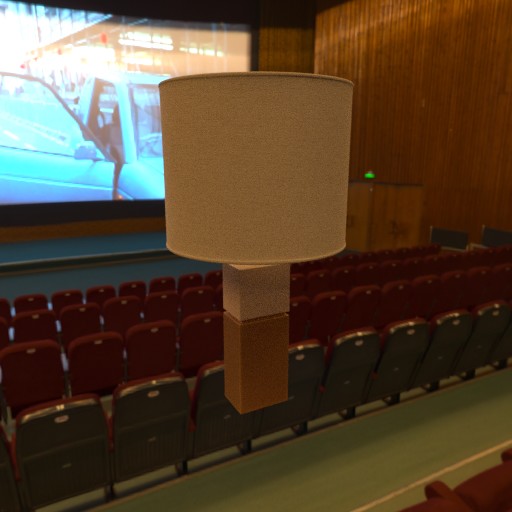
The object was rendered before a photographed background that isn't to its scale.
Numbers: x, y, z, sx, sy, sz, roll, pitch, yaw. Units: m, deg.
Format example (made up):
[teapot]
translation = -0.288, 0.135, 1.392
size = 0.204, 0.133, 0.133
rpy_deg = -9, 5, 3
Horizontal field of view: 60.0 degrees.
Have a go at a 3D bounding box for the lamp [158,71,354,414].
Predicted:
[lamp]
translation = 0.000, 0.000, 0.581
size = 0.229, 0.417, 0.229
rpy_deg = -7, 16, -27
